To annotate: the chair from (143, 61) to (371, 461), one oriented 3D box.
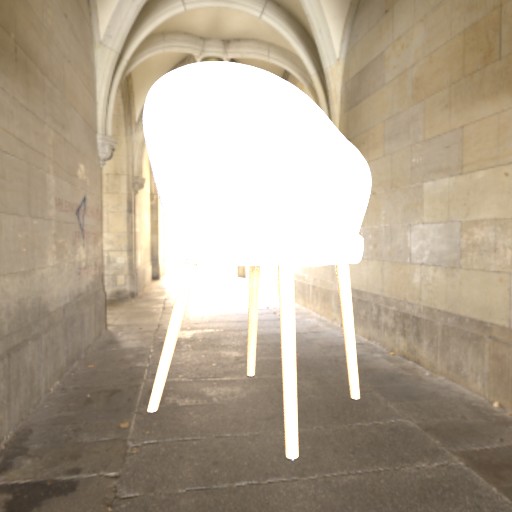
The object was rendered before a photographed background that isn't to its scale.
[{"bbox_3d":[0.000,0.000,1.139,0.540,0.800,0.530,1,2,35],"label":"chair"}]
